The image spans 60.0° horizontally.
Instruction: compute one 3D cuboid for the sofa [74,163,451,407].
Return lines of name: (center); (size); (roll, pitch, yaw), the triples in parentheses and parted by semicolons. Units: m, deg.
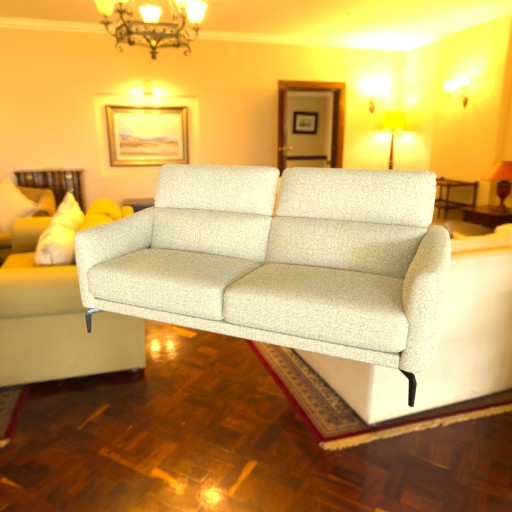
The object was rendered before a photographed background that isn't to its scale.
sofa: (0.000, 0.000, 2.511); (2.015, 0.956, 0.856); (7, 16, 24)
